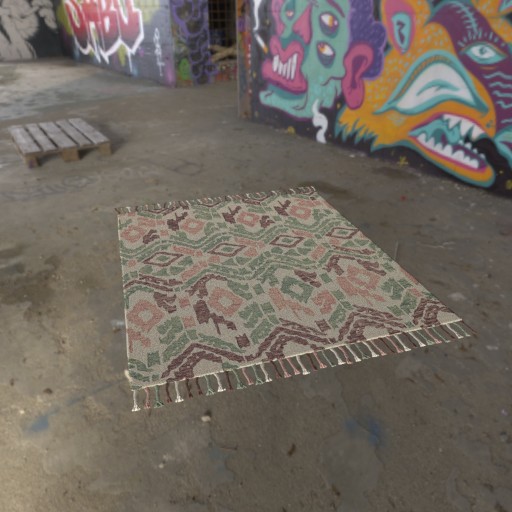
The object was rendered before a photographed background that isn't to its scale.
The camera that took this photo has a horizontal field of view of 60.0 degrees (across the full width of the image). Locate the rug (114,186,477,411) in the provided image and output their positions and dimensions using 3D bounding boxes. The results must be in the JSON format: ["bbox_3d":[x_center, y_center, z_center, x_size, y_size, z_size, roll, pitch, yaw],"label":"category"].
[{"bbox_3d":[0.000,0.000,4.069,2.438,0.010,3.048,-8,31,-15],"label":"rug"}]
